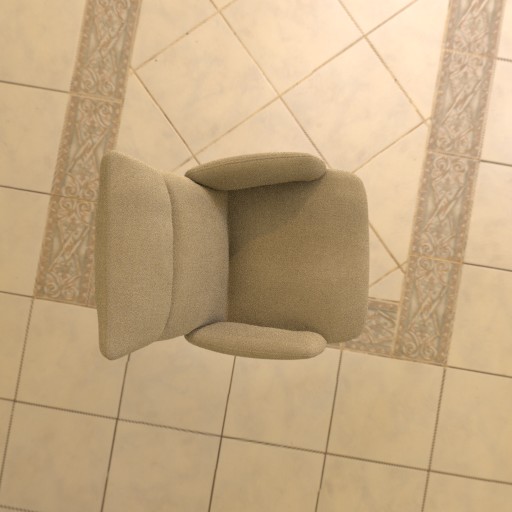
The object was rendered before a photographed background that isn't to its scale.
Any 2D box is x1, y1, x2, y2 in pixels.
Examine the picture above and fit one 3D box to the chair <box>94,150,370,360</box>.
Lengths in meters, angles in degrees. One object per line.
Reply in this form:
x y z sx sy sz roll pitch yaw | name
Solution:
0.000 0.000 1.623 0.889 1.016 0.711 0 90 0 | chair
